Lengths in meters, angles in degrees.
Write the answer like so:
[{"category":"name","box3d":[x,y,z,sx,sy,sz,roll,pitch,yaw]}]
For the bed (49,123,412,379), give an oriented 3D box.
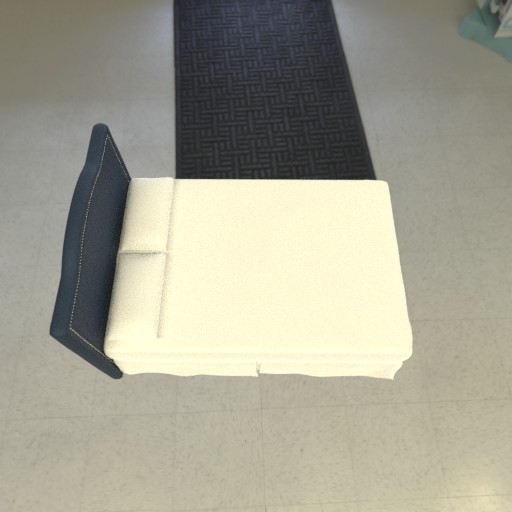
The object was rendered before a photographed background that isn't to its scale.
[{"category":"bed","box3d":[0.000,0.000,3.606,2.507,1.441,1.741,0,64,0]}]
